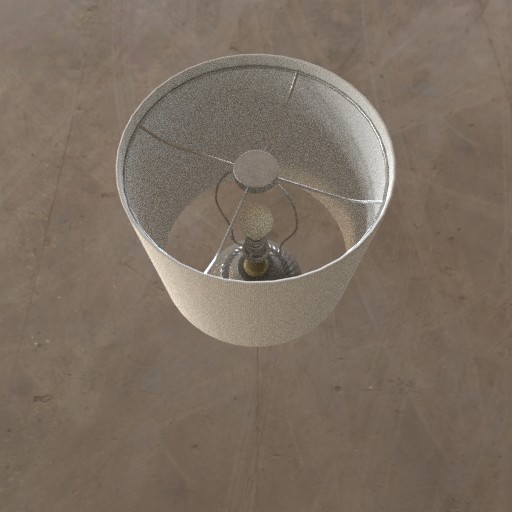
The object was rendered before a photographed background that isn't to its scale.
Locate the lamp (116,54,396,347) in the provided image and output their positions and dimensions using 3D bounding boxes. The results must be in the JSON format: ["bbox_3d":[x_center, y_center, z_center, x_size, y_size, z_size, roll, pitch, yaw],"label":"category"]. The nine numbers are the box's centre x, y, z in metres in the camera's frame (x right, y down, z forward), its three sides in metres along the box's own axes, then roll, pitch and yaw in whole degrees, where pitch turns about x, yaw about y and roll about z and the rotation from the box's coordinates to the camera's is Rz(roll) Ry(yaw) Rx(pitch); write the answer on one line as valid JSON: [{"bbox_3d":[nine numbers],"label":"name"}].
[{"bbox_3d":[0.000,0.000,0.495,0.207,0.366,0.207,19,67,8],"label":"lamp"}]
